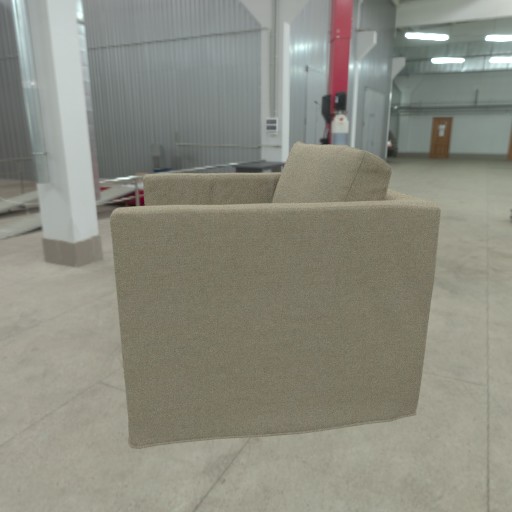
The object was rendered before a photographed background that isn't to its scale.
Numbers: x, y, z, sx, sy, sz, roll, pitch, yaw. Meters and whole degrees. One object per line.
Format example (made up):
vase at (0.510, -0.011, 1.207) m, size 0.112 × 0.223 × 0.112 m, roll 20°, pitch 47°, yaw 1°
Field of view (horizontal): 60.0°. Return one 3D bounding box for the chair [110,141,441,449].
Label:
chair at (0.000, 0.000, 1.748) m, size 0.949 × 0.863 × 1.057 m, roll -2°, pitch 16°, yaw -8°
